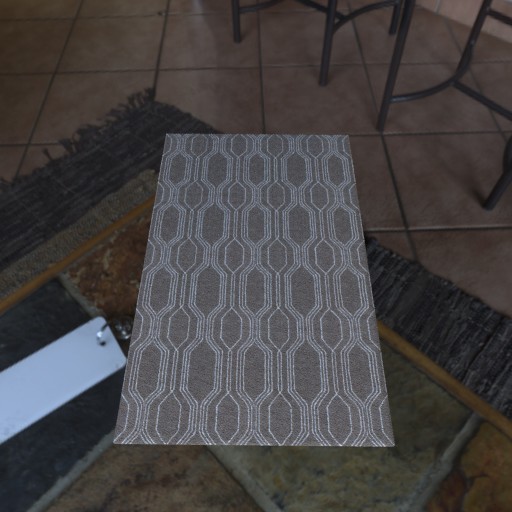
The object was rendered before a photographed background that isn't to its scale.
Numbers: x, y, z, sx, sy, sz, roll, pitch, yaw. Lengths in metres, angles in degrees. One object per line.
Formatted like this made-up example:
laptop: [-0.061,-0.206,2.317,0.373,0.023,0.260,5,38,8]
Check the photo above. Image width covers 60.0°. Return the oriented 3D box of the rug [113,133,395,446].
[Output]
rug: [0.000,0.000,3.087,1.541,0.012,2.457,0,57,0]
